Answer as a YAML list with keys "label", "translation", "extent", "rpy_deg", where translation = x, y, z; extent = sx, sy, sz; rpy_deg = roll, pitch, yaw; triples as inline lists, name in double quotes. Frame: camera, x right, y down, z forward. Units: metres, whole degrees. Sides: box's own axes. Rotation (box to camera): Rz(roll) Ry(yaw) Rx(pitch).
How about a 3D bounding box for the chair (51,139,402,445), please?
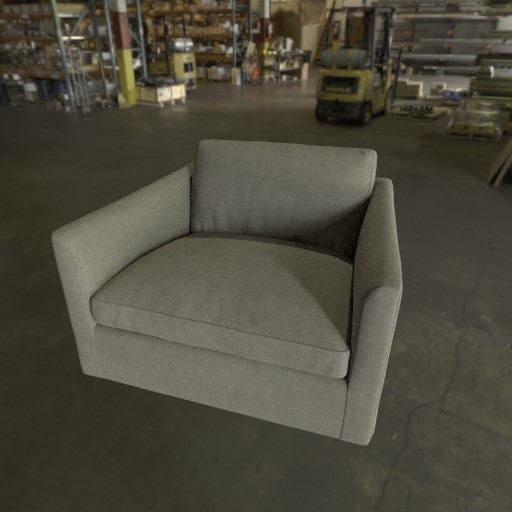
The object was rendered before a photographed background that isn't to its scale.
- label: "chair"
  translation: [0.000, 0.000, 1.934]
  extent: [1.190, 0.845, 1.091]
  rpy_deg: [9, 28, 16]
